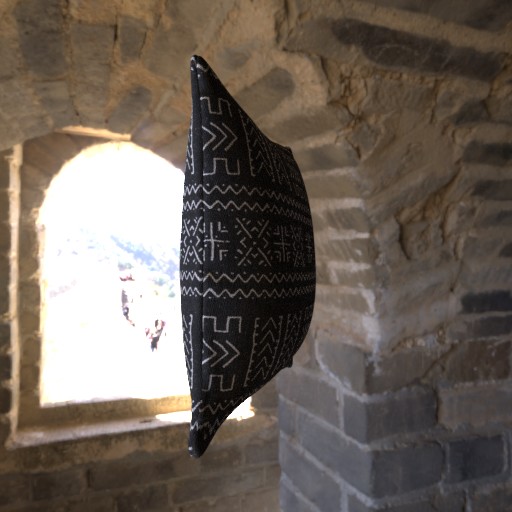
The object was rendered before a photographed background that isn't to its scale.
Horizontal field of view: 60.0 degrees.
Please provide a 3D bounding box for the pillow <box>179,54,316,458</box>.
[{"bbox_3d":[0.000,0.000,0.662,0.164,0.430,0.438,0,-1,17],"label":"pillow"}]
